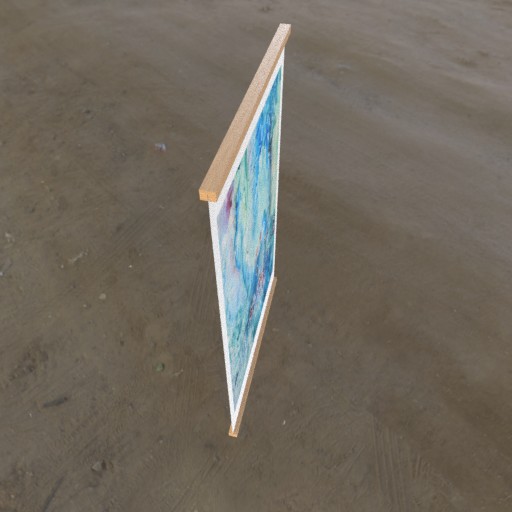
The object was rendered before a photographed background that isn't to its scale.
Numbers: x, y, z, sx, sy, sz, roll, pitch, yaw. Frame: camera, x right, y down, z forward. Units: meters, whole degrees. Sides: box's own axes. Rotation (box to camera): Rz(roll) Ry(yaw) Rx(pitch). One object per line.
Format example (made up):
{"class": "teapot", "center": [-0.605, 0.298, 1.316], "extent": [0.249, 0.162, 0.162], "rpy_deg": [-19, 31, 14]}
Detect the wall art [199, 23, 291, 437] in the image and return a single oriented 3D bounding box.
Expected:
{"class": "wall art", "center": [0.000, 0.000, 1.276], "extent": [0.027, 1.020, 0.669], "rpy_deg": [10, 49, 9]}
